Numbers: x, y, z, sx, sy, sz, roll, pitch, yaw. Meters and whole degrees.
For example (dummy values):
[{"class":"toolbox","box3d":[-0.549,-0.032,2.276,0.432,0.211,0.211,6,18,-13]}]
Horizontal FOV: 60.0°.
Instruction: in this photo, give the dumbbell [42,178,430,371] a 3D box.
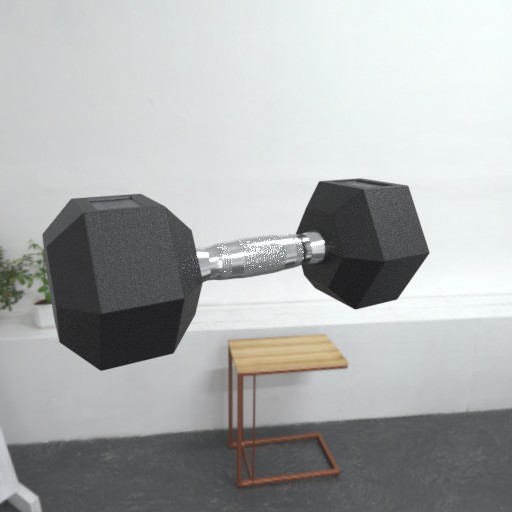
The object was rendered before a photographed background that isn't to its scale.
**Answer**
[{"class":"dumbbell","box3d":[0.000,0.000,0.420,0.356,0.123,0.141,-9,19,-27]}]
